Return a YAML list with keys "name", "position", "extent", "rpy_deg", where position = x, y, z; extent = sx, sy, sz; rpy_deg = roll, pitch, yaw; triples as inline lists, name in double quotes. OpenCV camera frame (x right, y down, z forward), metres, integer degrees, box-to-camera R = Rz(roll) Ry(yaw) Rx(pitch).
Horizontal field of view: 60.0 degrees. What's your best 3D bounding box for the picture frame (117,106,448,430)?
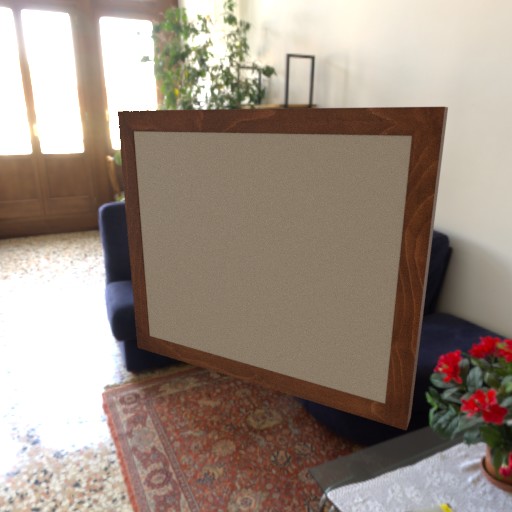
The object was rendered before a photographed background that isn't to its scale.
- name: "picture frame"
  position: [0.000, 0.000, 0.525]
  extent: [0.381, 0.330, 0.025]
  rpy_deg: [9, 19, 27]
